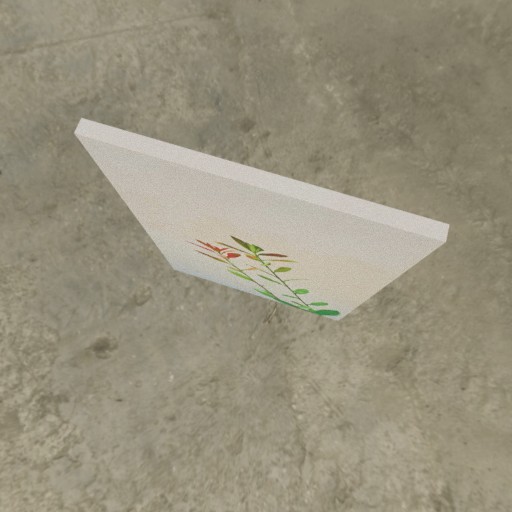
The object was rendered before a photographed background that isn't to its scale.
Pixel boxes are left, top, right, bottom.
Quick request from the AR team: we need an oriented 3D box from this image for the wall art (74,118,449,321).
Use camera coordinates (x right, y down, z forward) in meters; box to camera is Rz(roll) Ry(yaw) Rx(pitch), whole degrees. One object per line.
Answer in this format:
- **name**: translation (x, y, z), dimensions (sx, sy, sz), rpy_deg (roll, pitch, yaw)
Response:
- **wall art**: translation (0.000, 0.000, 1.422), dimensions (0.764, 1.143, 0.038), rpy_deg (17, 75, 5)
